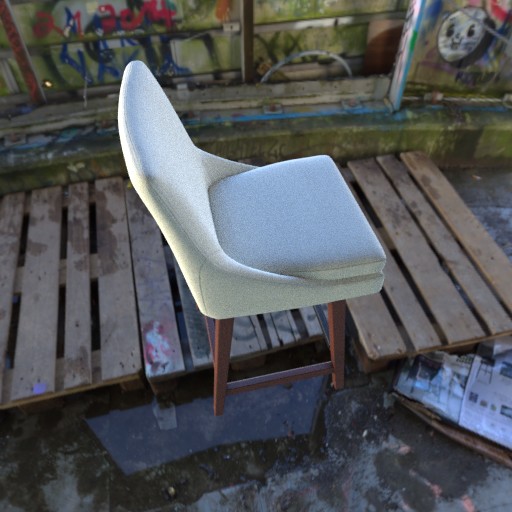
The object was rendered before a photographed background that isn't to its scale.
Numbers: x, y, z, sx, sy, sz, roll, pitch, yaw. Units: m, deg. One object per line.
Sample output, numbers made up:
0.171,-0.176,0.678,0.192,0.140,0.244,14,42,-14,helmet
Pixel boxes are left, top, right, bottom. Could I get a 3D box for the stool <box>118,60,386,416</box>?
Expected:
0.000,0.000,1.268,0.559,0.991,0.469,-10,49,-8,stool
